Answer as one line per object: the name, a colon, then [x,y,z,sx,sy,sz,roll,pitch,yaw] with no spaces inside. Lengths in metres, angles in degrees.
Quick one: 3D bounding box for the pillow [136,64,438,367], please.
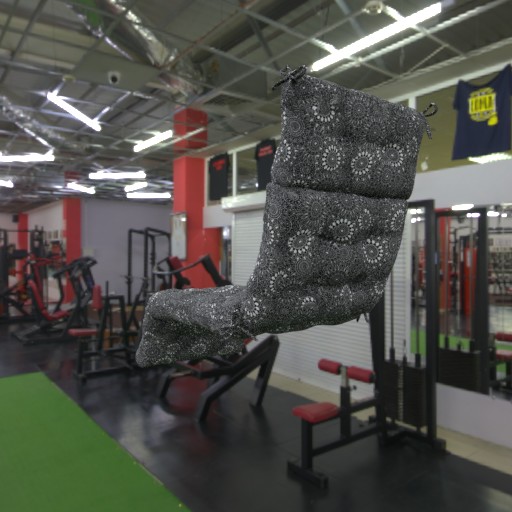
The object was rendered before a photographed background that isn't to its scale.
pillow: [0.000,0.000,1.474,0.526,0.863,1.016,0,0,-35]
